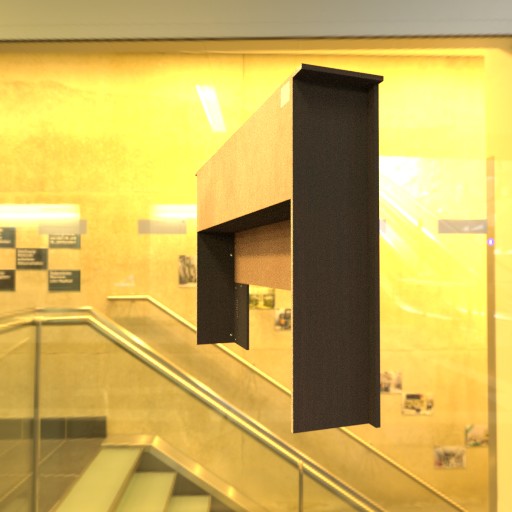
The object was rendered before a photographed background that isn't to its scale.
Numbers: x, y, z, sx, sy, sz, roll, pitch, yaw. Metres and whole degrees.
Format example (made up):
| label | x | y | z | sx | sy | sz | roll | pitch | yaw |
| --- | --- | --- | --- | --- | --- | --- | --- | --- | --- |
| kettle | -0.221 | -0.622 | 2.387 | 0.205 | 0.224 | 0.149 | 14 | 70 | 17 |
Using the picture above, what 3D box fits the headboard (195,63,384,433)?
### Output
| label | x | y | z | sx | sy | sz | roll | pitch | yaw |
| --- | --- | --- | --- | --- | --- | --- | --- | --- | --- |
| headboard | 0.000 | 0.000 | 2.113 | 0.279 | 1.092 | 1.671 | 0 | -1 | -18 |
